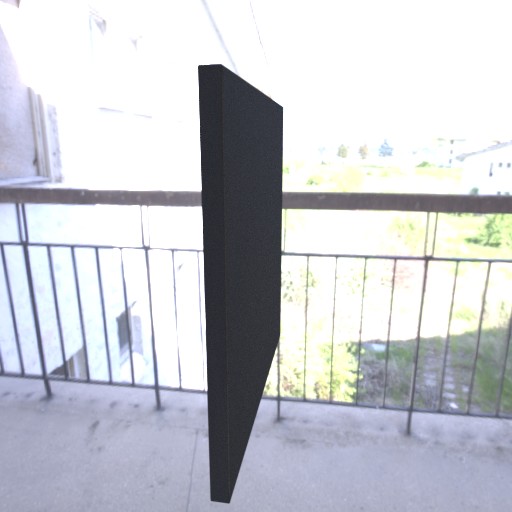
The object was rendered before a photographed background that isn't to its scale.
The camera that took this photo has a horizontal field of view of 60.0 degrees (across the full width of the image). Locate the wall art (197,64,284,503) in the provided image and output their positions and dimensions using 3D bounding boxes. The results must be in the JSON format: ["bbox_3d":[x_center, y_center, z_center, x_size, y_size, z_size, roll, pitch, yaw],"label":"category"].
[{"bbox_3d":[0.000,0.000,0.438,0.015,0.303,0.304,3,14,10],"label":"wall art"}]
